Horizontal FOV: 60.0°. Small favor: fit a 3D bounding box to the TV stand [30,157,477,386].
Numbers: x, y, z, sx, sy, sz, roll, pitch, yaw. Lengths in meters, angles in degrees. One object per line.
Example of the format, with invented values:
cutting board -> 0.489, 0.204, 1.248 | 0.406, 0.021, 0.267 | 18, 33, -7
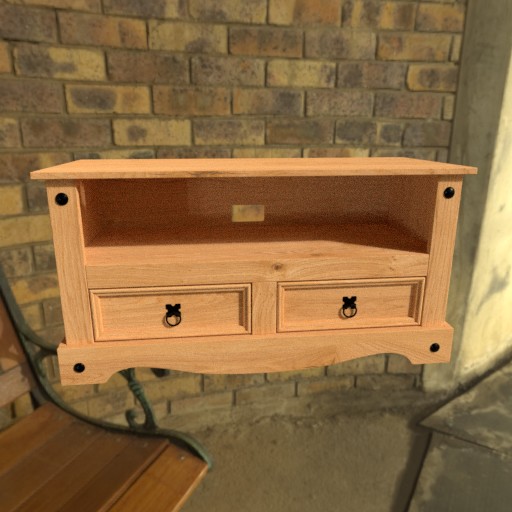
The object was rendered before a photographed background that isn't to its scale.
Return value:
TV stand -> 0.000, 0.000, 1.340 | 1.080, 0.550, 0.440 | -2, 16, -6
